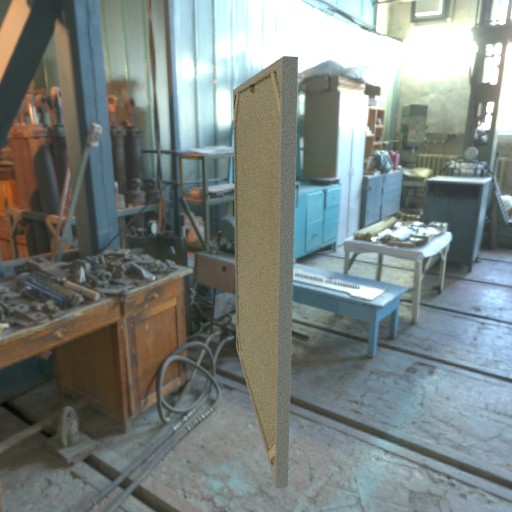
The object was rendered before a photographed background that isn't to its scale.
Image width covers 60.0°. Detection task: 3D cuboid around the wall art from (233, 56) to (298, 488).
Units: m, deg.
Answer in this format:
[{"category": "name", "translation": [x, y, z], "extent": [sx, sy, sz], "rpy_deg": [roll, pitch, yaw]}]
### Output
[{"category": "wall art", "translation": [0.000, 0.000, 1.617], "extent": [0.038, 1.212, 0.914], "rpy_deg": [-3, 16, -10]}]
